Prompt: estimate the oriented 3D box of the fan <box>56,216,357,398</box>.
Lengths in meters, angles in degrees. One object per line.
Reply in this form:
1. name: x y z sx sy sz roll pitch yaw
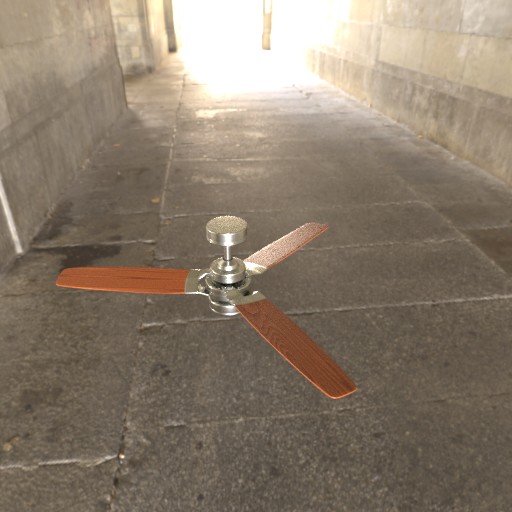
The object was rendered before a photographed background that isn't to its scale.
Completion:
1. fan: 0.000 0.000 2.037 1.416 0.410 1.271 21 36 33
